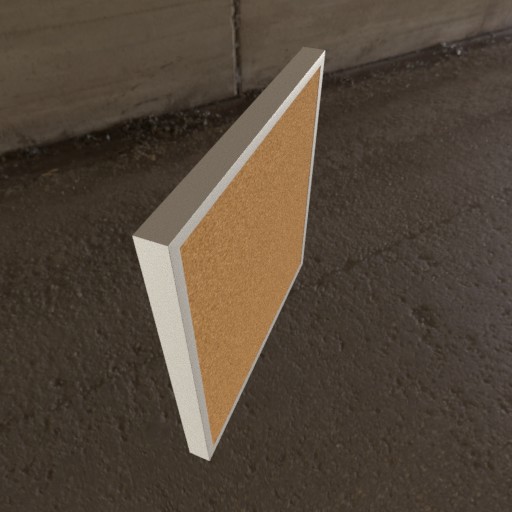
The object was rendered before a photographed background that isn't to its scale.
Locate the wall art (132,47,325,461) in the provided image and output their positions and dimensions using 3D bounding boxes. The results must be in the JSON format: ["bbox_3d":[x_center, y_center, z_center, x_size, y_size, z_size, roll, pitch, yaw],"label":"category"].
[{"bbox_3d":[0.000,0.000,0.747,0.038,0.505,0.506,16,47,16],"label":"wall art"}]
